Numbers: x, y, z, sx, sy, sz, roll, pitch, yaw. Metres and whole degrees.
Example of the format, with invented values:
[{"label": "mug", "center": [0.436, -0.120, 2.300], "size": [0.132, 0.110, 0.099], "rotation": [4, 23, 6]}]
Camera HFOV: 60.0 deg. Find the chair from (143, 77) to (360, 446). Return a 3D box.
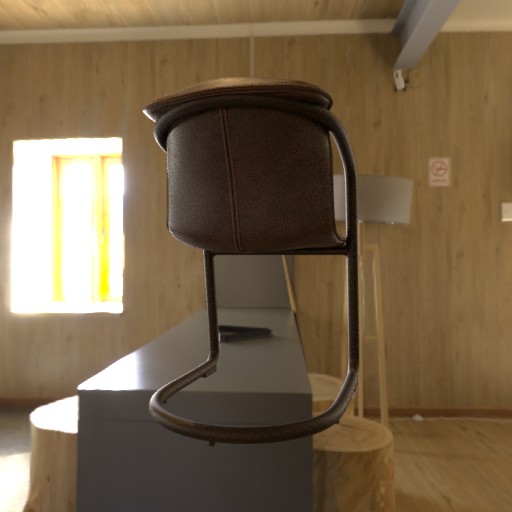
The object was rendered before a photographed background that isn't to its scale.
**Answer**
[{"label": "chair", "center": [0.000, 0.000, 1.280], "size": [0.536, 0.836, 0.664], "rotation": [0, 0, 18]}]
